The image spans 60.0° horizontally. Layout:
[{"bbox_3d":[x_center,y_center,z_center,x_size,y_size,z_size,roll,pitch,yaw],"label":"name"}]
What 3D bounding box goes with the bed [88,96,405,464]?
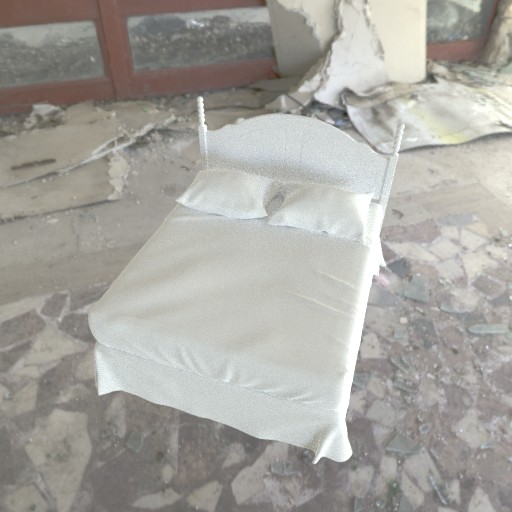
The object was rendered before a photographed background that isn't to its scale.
[{"bbox_3d":[0.000,0.000,3.159,1.873,1.356,2.040,12,43,14],"label":"bed"}]
